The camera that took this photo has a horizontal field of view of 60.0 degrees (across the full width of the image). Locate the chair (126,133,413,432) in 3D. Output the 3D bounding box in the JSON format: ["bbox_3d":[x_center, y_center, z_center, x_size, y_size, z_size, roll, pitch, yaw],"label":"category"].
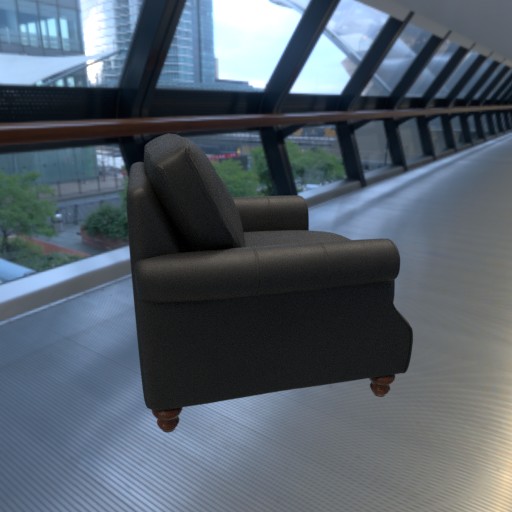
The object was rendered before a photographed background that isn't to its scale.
[{"bbox_3d":[0.000,0.000,1.802,1.027,0.960,1.015,-3,18,-9],"label":"chair"}]
